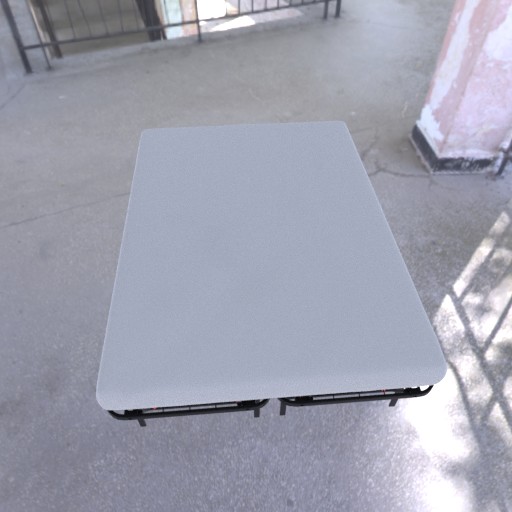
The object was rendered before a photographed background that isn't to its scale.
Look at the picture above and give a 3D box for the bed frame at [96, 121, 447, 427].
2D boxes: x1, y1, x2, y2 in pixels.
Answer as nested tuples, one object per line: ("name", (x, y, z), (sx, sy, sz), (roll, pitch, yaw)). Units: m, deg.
("bed frame", (0.000, 0.000, 2.512), (1.372, 0.637, 1.905), (-3, 47, -3))
